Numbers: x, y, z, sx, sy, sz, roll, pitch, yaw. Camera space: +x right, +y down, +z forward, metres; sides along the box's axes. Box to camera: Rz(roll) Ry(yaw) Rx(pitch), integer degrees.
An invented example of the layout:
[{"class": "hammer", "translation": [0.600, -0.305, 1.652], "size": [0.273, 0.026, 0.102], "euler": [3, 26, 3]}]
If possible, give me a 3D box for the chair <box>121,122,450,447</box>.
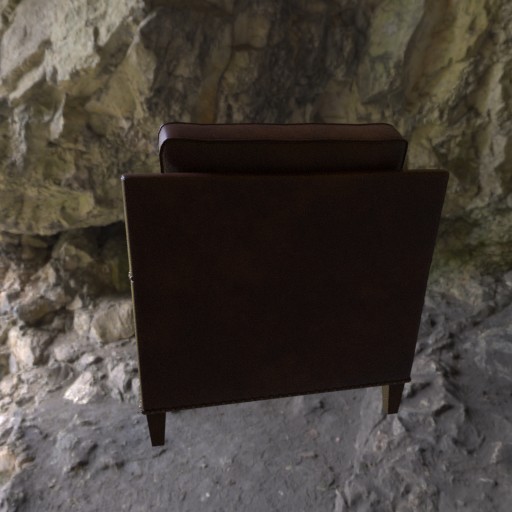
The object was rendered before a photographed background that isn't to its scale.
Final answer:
[{"class": "chair", "translation": [0.000, 0.000, 1.648], "size": [0.853, 0.929, 1.014], "euler": [-3, 15, -12]}]
